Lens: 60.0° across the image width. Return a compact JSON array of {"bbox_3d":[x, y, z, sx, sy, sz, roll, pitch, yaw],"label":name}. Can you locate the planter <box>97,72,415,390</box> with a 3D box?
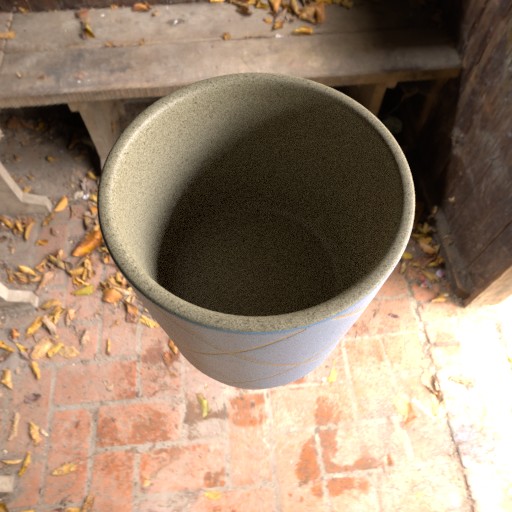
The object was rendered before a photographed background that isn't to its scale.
[{"bbox_3d":[0.000,0.000,0.422,0.227,0.235,0.227,0,62,0],"label":"planter"}]
